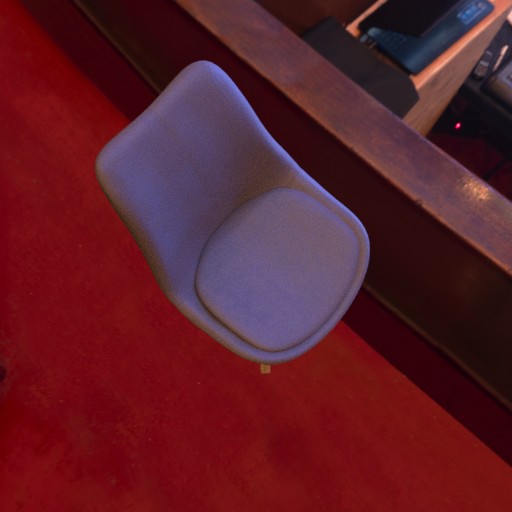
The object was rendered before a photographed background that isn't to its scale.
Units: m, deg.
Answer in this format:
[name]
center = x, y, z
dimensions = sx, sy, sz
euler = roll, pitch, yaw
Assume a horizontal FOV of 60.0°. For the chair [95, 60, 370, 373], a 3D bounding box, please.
[chair]
center = 0.000, 0.000, 1.186
dimensions = 0.547, 0.865, 0.483
euler = 39, 78, 10
